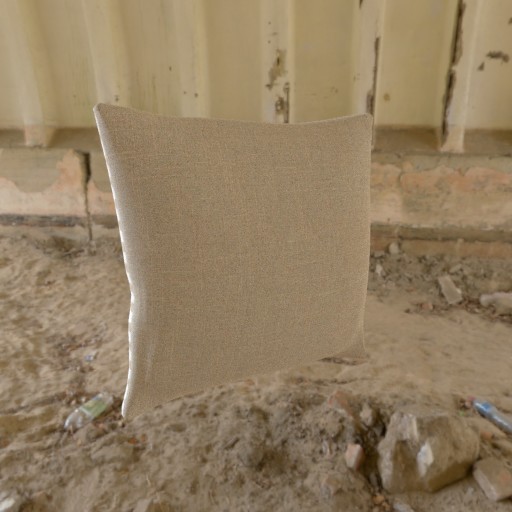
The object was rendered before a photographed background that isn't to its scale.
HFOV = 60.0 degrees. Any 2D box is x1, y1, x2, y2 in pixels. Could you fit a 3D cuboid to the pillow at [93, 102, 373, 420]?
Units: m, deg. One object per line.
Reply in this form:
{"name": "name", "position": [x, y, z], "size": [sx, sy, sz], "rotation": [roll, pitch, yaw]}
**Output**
{"name": "pillow", "position": [0.000, 0.000, 0.775], "size": [0.496, 0.491, 0.219], "rotation": [-7, 16, -27]}
